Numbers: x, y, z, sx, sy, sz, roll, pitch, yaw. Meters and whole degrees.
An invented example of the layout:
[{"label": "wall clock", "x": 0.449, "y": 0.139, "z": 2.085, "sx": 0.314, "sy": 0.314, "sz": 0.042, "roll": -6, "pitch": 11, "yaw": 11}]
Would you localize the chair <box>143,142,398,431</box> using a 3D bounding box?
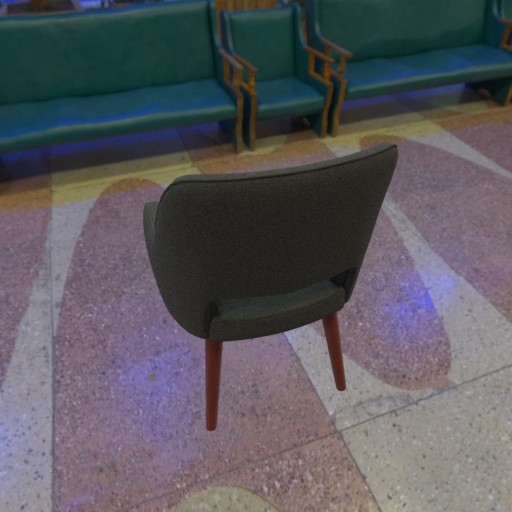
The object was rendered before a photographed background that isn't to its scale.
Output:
[{"label": "chair", "x": 0.000, "y": 0.000, "z": 1.211, "sx": 0.559, "sy": 0.838, "sz": 0.560, "roll": -12, "pitch": 43, "yaw": -13}]
